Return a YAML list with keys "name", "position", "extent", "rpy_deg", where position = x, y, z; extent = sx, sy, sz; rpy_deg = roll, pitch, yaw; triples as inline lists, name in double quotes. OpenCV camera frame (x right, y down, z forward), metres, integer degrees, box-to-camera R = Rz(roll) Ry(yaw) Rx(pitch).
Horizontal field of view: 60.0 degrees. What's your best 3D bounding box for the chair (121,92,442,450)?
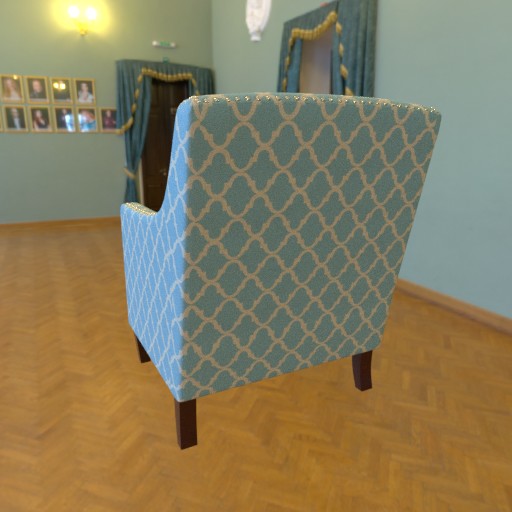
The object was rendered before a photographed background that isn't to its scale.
- name: "chair"
  position: [0.000, 0.000, 1.267]
  extent: [0.617, 0.817, 0.686]
  rpy_deg: [-7, 16, -27]
